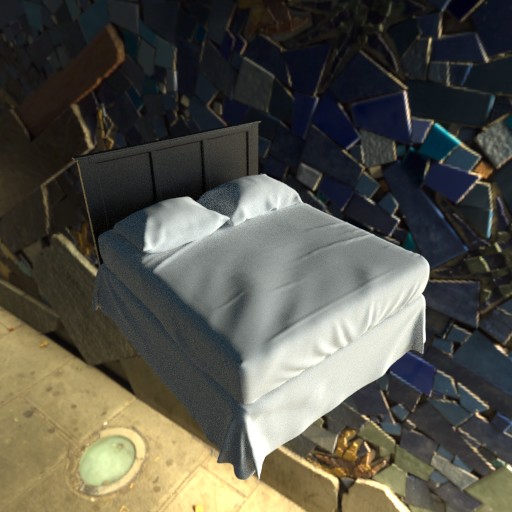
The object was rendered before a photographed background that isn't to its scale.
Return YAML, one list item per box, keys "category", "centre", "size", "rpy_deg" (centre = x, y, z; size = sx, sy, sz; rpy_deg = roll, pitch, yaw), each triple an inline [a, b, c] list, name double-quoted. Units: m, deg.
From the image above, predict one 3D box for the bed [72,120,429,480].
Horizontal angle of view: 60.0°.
- category: "bed"
  centre: [0.000, 0.000, 3.160]
  size: [1.870, 1.270, 2.050]
  rpy_deg: [-22, 37, -33]
